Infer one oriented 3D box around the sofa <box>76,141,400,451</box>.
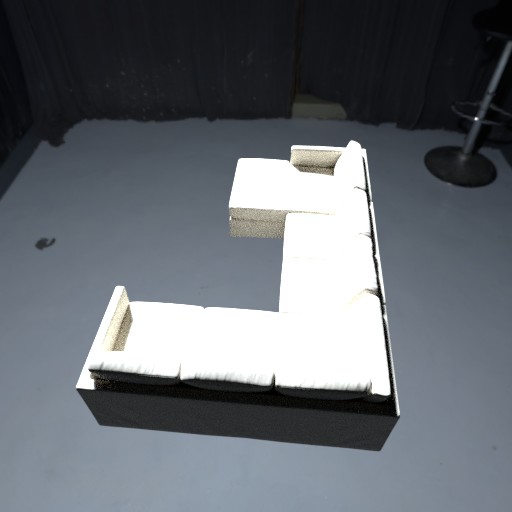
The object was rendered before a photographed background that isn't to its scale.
[{"bbox_3d":[0.000,0.000,4.610,2.448,0.882,3.464,4,47,3],"label":"sofa"}]
